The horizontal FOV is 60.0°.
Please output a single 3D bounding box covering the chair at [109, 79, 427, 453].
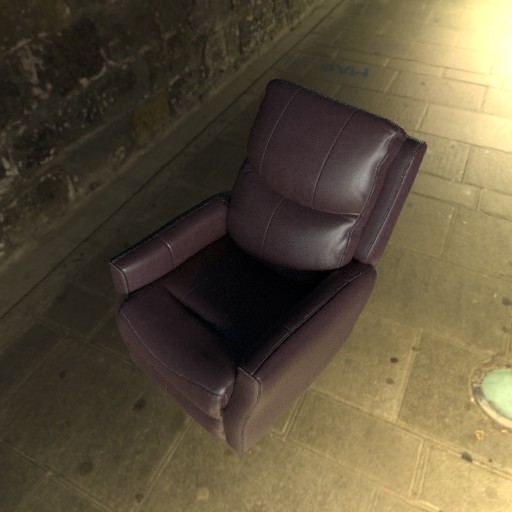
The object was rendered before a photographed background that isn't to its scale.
[{"bbox_3d":[0.000,0.000,1.761,0.829,1.030,1.080,33,55,27],"label":"chair"}]
